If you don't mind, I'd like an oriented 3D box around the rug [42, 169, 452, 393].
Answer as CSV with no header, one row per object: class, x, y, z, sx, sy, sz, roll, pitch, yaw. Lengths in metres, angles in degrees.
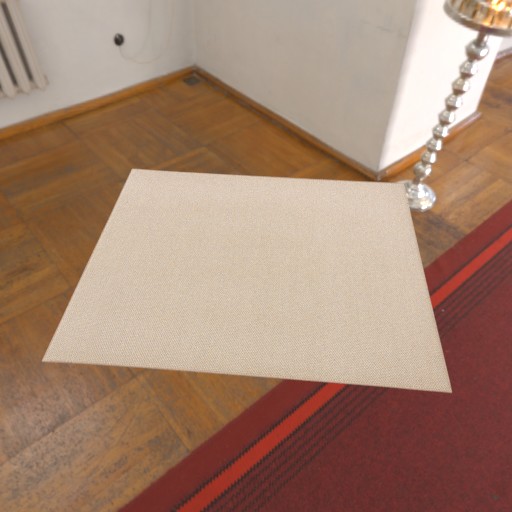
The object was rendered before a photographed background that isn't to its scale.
rug,0.000,0.000,4.097,3.039,0.018,2.462,4,47,3
